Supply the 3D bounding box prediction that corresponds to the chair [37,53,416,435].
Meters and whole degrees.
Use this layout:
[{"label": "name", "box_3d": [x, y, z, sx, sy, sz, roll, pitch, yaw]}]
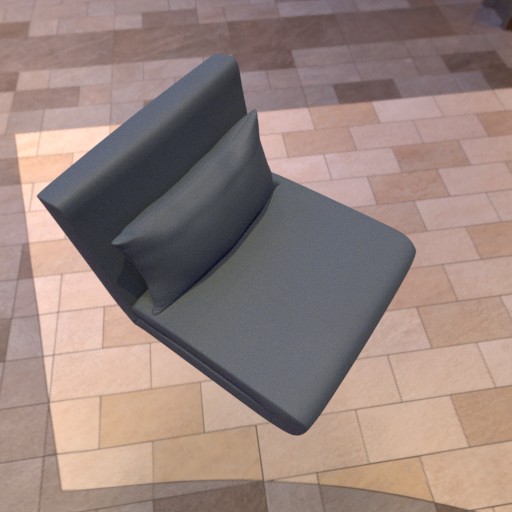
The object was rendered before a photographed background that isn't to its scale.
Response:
[{"label": "chair", "box_3d": [0.000, 0.000, 1.500, 0.900, 0.808, 0.770, 31, 63, 18]}]
